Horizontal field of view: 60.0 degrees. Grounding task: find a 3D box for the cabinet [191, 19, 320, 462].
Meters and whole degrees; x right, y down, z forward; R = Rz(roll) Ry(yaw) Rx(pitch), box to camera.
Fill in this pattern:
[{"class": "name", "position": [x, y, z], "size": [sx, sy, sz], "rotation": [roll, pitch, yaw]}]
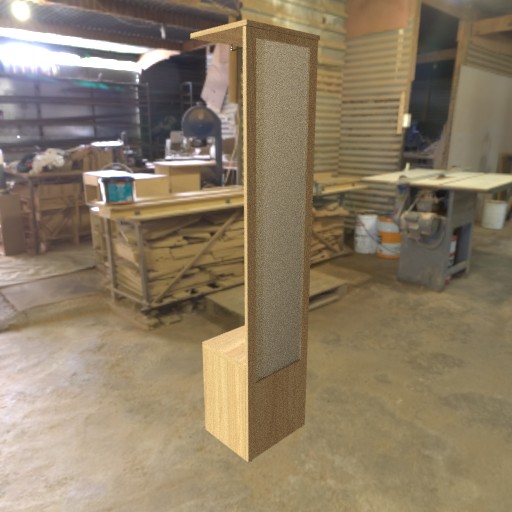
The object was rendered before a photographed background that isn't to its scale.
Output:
[{"class": "cabinet", "position": [0.000, 0.000, 2.067], "size": [0.411, 1.879, 0.338], "rotation": [-15, 21, -41]}]
